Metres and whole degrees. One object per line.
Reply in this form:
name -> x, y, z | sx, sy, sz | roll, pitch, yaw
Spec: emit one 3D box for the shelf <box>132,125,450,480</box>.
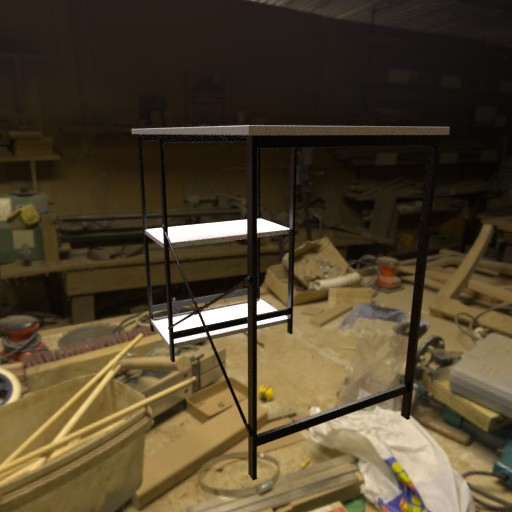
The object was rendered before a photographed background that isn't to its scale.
shelf -> 0.000, 0.000, 1.355 | 0.498, 0.750, 0.902 | -8, 17, -26
